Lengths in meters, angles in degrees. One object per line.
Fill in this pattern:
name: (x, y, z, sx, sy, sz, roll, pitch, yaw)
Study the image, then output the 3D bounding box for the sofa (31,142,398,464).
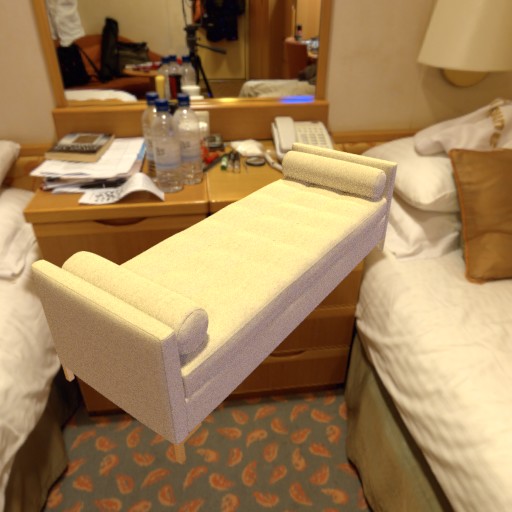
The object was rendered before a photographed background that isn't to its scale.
sofa: (0.000, 0.000, 2.484, 0.797, 0.655, 2.102, 21, 37, 30)
